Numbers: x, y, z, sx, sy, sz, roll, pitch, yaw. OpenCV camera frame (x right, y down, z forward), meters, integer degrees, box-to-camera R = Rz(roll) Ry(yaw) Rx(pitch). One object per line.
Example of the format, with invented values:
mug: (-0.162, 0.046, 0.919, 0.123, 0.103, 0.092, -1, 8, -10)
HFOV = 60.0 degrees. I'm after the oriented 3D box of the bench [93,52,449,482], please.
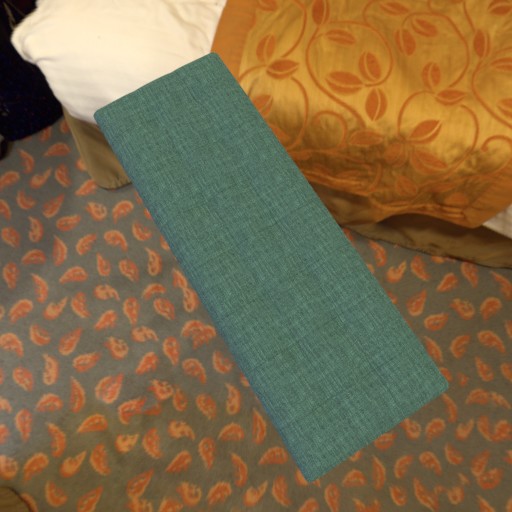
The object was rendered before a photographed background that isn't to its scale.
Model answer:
bench: (0.000, 0.000, 1.312, 0.406, 0.432, 1.118, -31, 77, -8)
